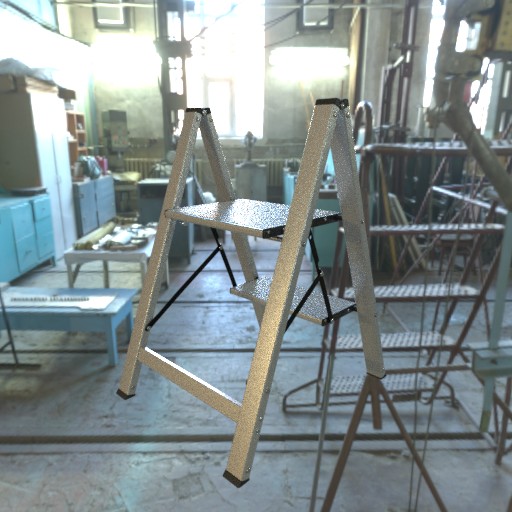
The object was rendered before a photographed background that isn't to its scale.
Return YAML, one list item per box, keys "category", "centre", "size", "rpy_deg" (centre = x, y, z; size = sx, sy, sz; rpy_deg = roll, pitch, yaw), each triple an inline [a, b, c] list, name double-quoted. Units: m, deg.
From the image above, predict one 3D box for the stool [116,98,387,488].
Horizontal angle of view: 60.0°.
- category: "stool"
  centre: [0.000, 0.000, 1.030]
  size: [0.440, 0.670, 0.535]
  rpy_deg: [14, 21, 42]
